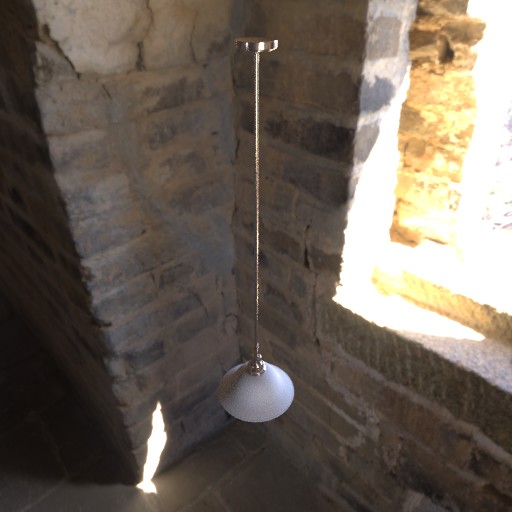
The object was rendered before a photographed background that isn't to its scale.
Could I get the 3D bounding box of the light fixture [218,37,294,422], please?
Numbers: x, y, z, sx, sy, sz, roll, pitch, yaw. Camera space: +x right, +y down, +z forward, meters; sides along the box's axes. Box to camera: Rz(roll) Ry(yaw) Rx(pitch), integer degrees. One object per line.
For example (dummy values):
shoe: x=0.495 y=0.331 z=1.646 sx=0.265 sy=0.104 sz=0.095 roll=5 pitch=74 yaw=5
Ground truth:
light fixture: x=0.000 y=0.000 z=1.534 sx=0.324 sy=1.354 sz=0.324 roll=1 pitch=32 yaw=1
